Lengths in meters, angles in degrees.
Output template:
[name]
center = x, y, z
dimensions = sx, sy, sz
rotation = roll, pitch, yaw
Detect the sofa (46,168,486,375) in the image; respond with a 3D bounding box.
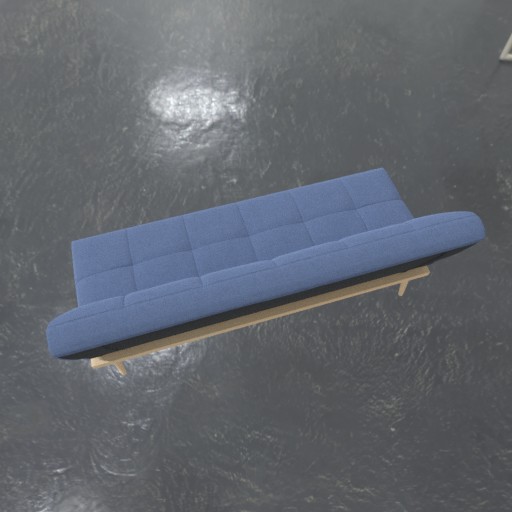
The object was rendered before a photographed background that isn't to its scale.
[sofa]
center = 0.000, 0.000, 2.203
dimensions = 1.800, 0.800, 0.796
rotation = -14, 60, -9
